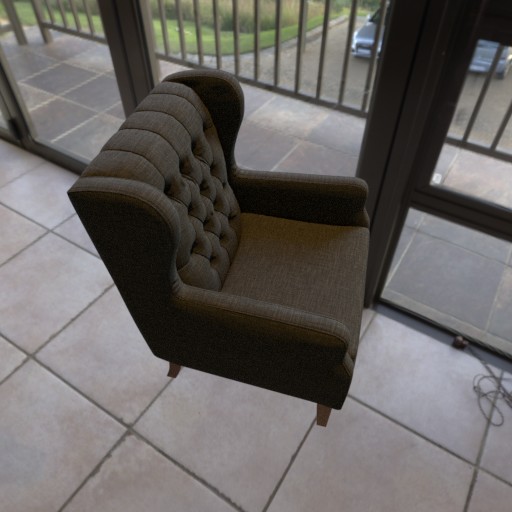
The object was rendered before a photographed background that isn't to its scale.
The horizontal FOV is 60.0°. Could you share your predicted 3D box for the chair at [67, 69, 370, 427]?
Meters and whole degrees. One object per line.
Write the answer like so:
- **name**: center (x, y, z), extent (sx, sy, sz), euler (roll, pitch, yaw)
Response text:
- **chair**: center (0.000, 0.000, 1.491), extent (0.775, 0.953, 0.711), euler (10, 48, 10)
